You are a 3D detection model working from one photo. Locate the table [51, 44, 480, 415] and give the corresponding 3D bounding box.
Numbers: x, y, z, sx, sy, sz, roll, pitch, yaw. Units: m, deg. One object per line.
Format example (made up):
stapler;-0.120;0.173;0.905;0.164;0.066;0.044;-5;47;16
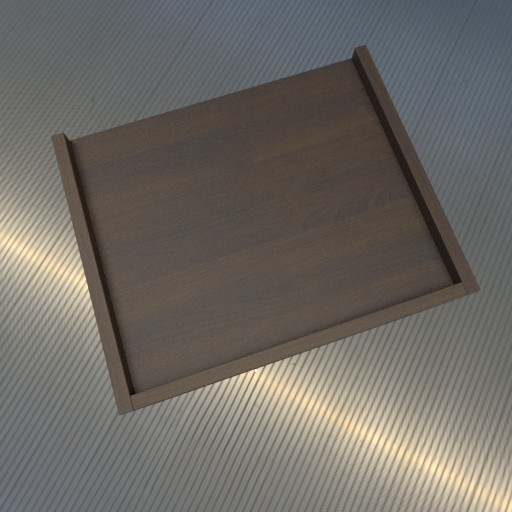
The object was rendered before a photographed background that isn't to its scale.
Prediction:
table;0.000;0.000;0.790;0.450;0.470;0.370;-18;76;-5
